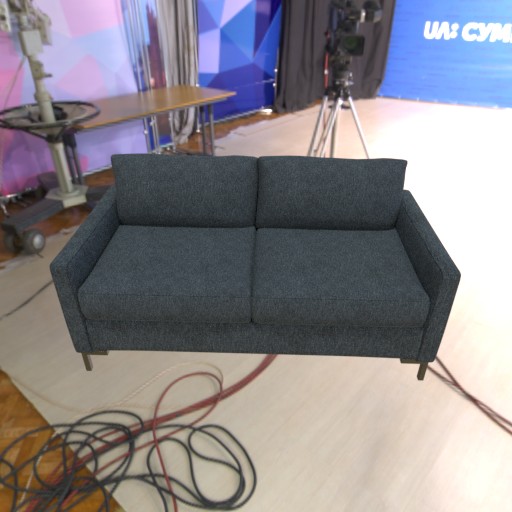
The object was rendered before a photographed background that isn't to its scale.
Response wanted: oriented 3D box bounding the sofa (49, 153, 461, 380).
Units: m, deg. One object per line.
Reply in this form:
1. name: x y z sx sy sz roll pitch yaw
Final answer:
1. sofa: 0.000 0.000 2.247 1.716 0.862 0.866 1 33 2
